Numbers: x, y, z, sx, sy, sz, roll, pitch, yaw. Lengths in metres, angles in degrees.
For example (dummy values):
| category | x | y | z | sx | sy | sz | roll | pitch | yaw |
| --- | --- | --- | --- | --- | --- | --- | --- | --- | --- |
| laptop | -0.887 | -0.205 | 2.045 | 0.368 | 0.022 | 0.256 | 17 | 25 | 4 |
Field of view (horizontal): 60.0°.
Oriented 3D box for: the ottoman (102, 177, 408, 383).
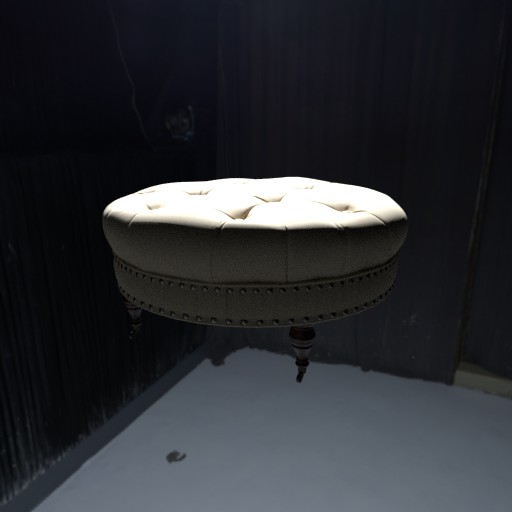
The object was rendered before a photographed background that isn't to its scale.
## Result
| category | x | y | z | sx | sy | sz | roll | pitch | yaw |
| --- | --- | --- | --- | --- | --- | --- | --- | --- | --- |
| ottoman | 0.000 | 0.000 | 1.397 | 0.901 | 0.439 | 0.901 | 0 | 16 | 0 |
